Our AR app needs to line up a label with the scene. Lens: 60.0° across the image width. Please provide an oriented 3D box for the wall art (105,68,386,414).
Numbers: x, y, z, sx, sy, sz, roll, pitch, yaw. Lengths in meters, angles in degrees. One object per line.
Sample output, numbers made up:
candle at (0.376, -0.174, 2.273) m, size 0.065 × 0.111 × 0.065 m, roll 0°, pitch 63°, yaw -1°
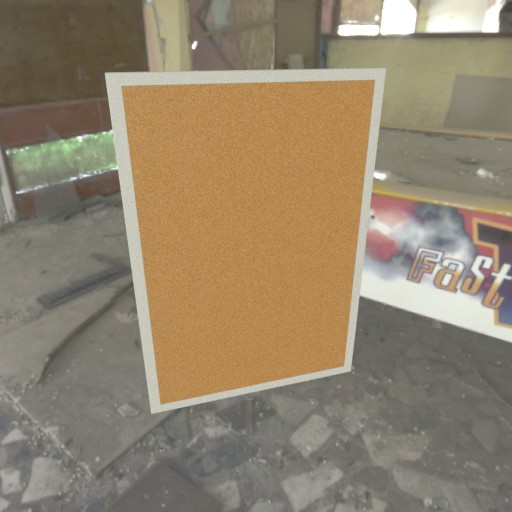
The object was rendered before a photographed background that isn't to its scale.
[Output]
wall art at (0.000, 0.000, 0.559) m, size 0.303 × 0.433 × 0.013 m, roll -7°, pitch 27°, yaw -15°
